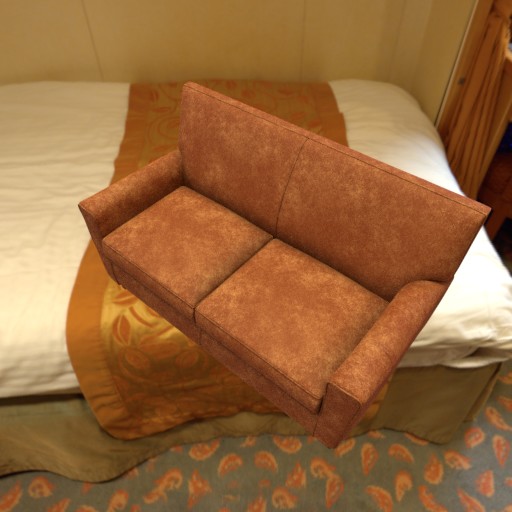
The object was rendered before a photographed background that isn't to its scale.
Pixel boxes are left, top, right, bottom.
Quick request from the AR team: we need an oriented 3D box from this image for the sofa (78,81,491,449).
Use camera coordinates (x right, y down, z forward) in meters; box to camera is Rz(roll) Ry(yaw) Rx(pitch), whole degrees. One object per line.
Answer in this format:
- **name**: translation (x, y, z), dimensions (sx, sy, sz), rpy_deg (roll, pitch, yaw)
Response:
- **sofa**: translation (0.000, 0.000, 1.957), dimensions (1.473, 0.871, 0.787), rpy_deg (31, 54, 26)
